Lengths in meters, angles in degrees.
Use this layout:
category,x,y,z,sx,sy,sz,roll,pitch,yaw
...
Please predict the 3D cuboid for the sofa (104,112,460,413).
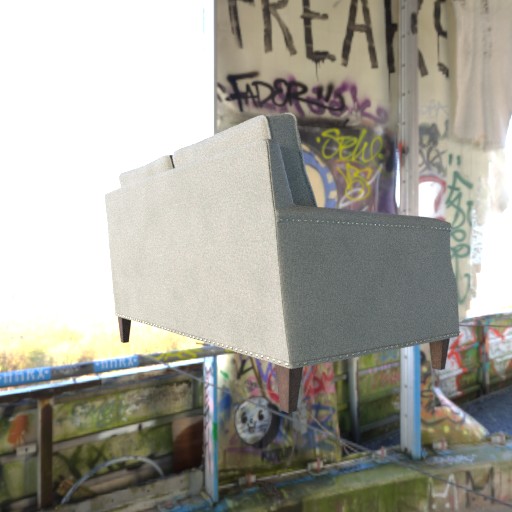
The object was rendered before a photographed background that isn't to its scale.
category,x,y,z,sx,sy,sz,roll,pitch,yaw
sofa,0.000,0.000,2.253,1.084,1.003,1.597,0,0,-37
